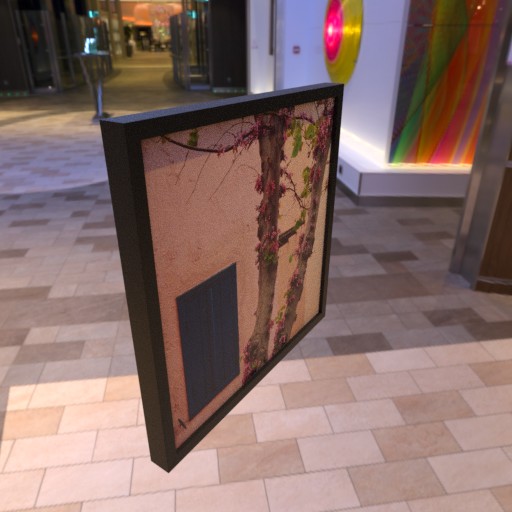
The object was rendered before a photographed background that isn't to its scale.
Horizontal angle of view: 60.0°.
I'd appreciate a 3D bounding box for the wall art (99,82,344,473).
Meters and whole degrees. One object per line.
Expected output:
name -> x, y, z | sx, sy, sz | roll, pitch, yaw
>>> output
wall art -> 0.000, 0.000, 0.745 | 0.038, 0.508, 0.508 | 17, 31, 31
